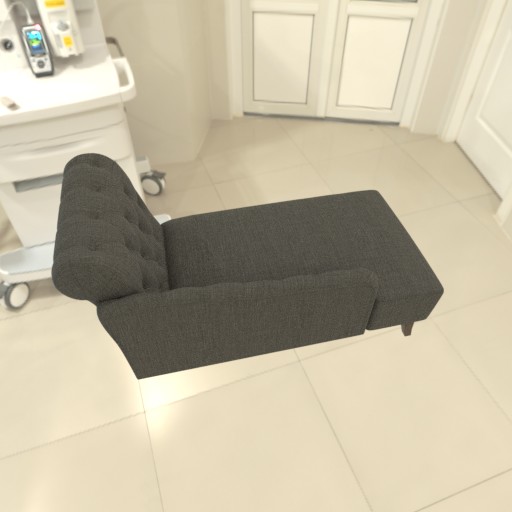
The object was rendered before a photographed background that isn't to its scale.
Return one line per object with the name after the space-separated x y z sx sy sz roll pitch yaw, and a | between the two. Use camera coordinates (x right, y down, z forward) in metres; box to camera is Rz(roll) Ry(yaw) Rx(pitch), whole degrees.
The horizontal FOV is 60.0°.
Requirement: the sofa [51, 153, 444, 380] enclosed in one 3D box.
0.000 0.000 1.833 1.379 0.787 0.675 -9 47 -9 | sofa
